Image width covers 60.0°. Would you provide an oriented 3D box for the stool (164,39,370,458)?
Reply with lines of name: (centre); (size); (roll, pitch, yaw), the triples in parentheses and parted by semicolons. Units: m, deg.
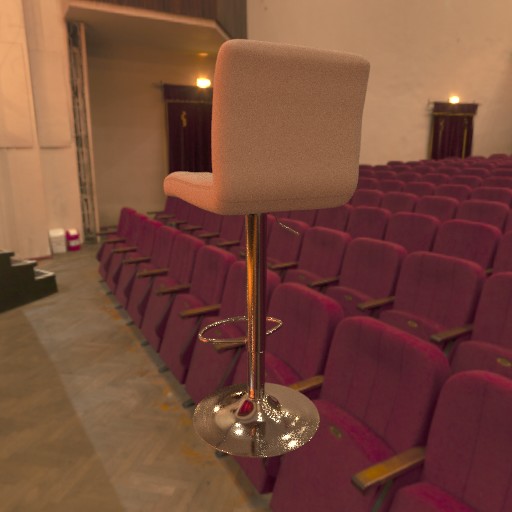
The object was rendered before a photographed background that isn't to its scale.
stool: (0.000, 0.000, 1.368); (0.430, 1.115, 0.505); (-7, 15, -27)
